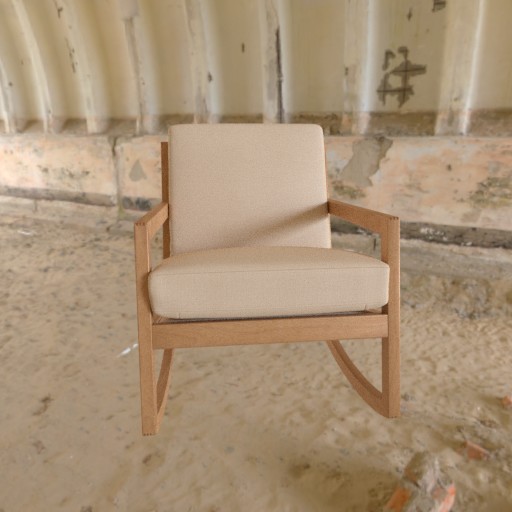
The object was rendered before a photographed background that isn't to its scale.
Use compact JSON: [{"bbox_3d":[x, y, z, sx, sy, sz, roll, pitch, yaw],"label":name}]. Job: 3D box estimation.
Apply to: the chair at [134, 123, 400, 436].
[{"bbox_3d":[0.000,0.000,1.381,0.622,0.790,0.857,-2,17,-6],"label":"chair"}]
